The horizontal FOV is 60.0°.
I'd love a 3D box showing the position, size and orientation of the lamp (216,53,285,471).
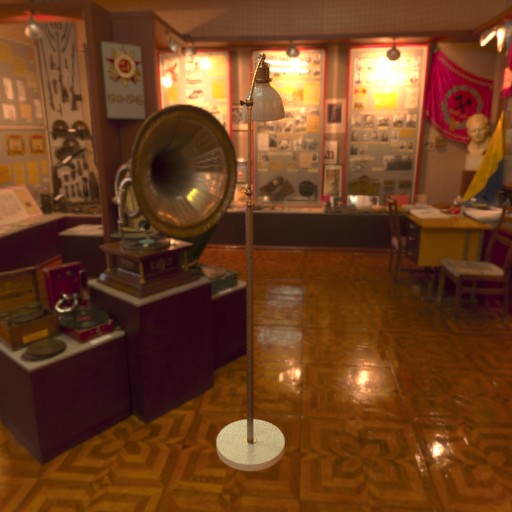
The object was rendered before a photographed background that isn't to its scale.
[{"bbox_3d":[0.000,0.000,1.816,0.288,1.586,0.599,2,15,8],"label":"lamp"}]
